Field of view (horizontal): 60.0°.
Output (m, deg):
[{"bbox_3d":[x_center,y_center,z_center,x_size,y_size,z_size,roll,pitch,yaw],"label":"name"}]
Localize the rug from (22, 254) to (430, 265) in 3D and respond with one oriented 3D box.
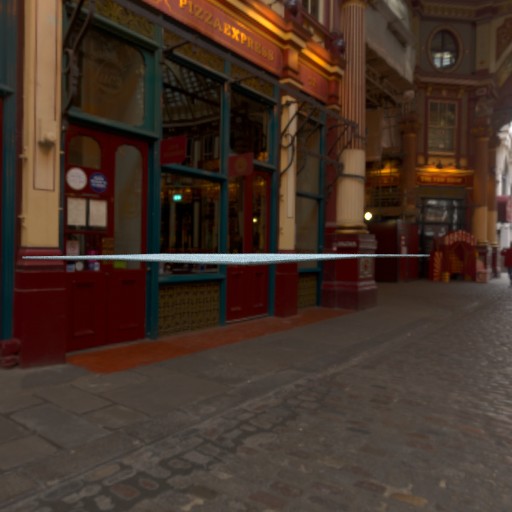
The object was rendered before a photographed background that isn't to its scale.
[{"bbox_3d":[0.000,0.000,2.920,1.611,0.026,2.260,1,1,37],"label":"rug"}]
